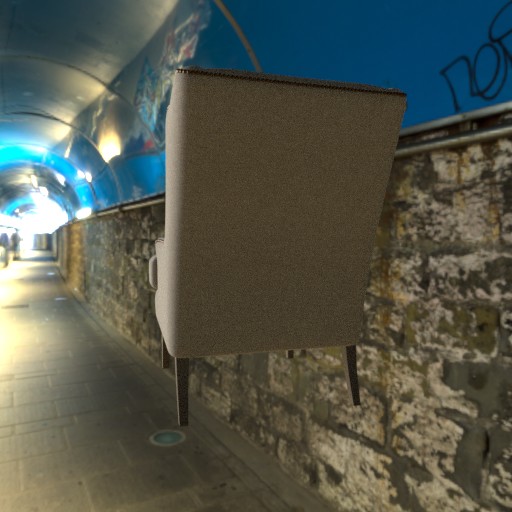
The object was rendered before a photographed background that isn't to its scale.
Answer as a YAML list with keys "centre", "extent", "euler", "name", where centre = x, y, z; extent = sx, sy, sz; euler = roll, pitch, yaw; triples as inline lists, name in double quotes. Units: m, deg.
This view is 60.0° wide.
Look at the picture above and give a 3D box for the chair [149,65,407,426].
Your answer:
- centre: [0.000, 0.000, 1.650]
  extent: [0.737, 1.029, 0.940]
  euler: [-1, 2, -16]
  name: "chair"
